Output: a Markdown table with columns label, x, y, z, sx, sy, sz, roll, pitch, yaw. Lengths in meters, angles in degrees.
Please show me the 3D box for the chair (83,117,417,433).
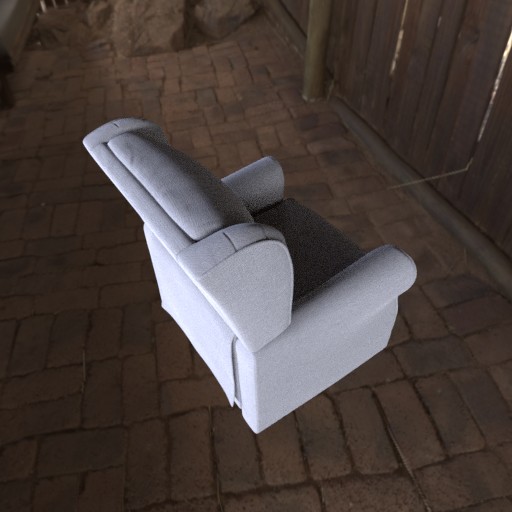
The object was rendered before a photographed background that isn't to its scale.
| label | x | y | z | sx | sy | sz | roll | pitch | yaw |
| --- | --- | --- | --- | --- | --- | --- | --- | --- | --- |
| chair | 0.000 | 0.000 | 1.679 | 0.854 | 0.966 | 0.906 | -25 | 48 | -25 |
